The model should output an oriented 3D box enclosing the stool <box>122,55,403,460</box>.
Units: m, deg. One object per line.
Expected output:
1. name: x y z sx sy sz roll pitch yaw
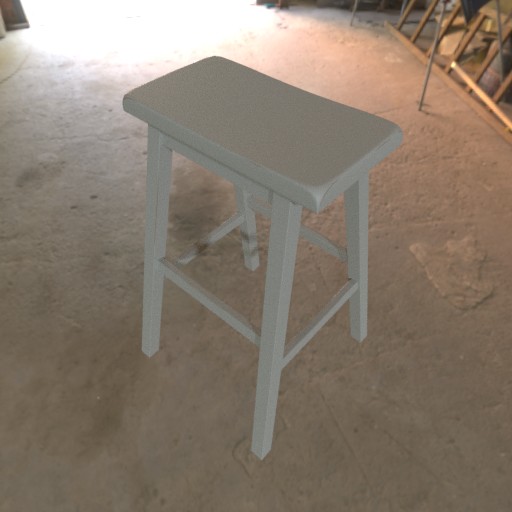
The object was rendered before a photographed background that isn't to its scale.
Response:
1. stool: 0.000 0.000 1.030 0.457 0.737 0.476 33 54 27
